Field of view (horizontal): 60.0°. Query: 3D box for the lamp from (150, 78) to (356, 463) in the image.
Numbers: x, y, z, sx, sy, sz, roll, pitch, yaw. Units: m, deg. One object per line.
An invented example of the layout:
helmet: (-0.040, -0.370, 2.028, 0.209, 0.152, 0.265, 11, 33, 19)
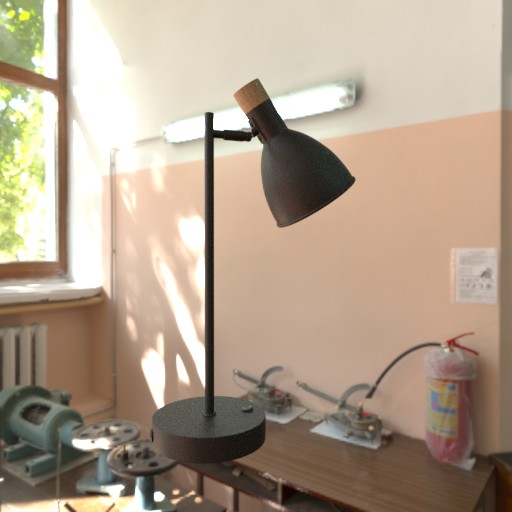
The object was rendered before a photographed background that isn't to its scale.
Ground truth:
lamp: (0.000, 0.000, 0.611, 0.287, 0.483, 0.152, 0, 1, -19)
